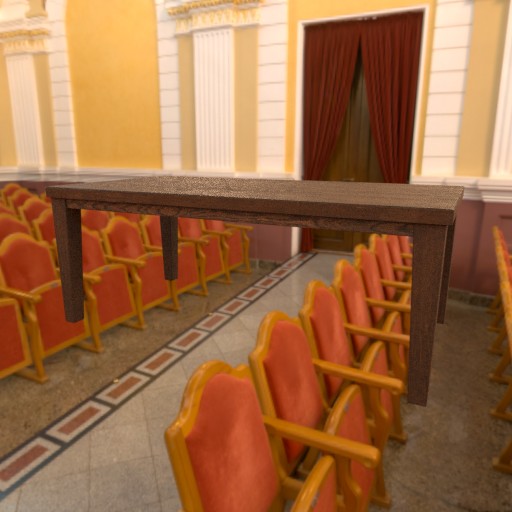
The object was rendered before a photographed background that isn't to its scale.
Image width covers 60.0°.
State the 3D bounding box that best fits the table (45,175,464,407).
[{"bbox_3d":[0.000,0.000,2.442,1.981,0.762,1.016,7,15,26],"label":"table"}]
